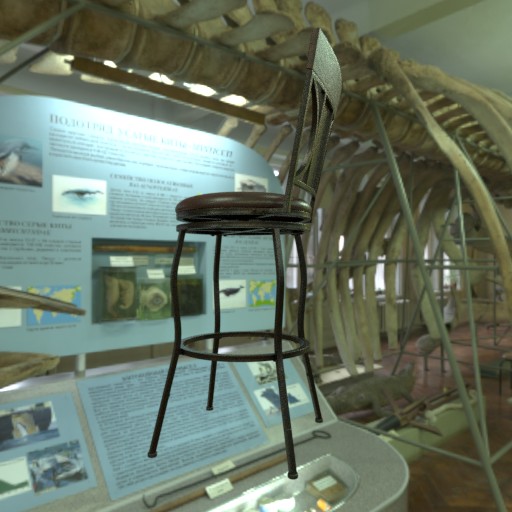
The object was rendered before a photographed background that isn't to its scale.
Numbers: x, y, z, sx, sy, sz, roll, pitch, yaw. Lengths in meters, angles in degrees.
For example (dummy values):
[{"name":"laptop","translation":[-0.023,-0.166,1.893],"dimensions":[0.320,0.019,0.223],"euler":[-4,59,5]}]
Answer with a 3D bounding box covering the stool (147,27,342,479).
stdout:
[{"name":"stool","translation":[0.000,0.000,1.375],"dimensions":[0.513,1.130,0.448],"euler":[0,0,17]}]
